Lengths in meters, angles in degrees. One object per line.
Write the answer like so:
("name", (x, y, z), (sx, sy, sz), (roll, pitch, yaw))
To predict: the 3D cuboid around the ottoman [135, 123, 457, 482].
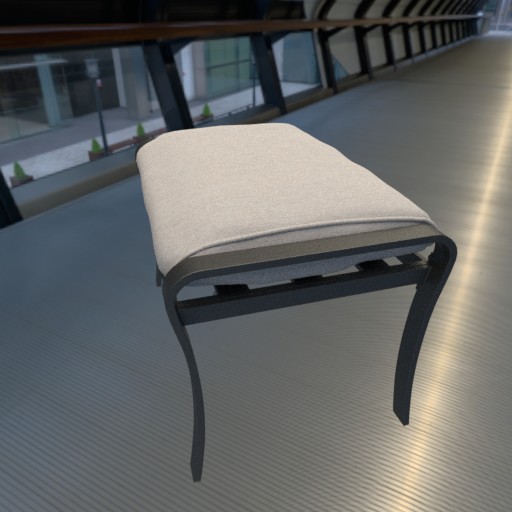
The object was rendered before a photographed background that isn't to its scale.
("ottoman", (0.000, 0.000, 0.889), (0.406, 0.422, 0.610), (-8, 31, -14))
